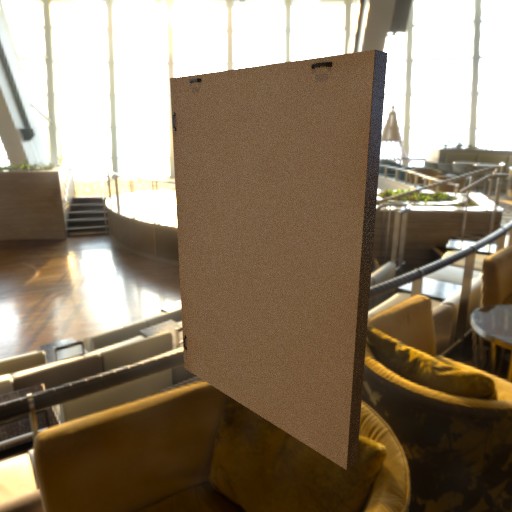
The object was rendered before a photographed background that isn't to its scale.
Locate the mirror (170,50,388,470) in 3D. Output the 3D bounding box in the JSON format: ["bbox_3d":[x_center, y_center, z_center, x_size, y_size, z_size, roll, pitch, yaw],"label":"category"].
[{"bbox_3d":[0.000,0.000,0.901,0.040,0.710,0.507,-15,22,-42],"label":"mirror"}]
